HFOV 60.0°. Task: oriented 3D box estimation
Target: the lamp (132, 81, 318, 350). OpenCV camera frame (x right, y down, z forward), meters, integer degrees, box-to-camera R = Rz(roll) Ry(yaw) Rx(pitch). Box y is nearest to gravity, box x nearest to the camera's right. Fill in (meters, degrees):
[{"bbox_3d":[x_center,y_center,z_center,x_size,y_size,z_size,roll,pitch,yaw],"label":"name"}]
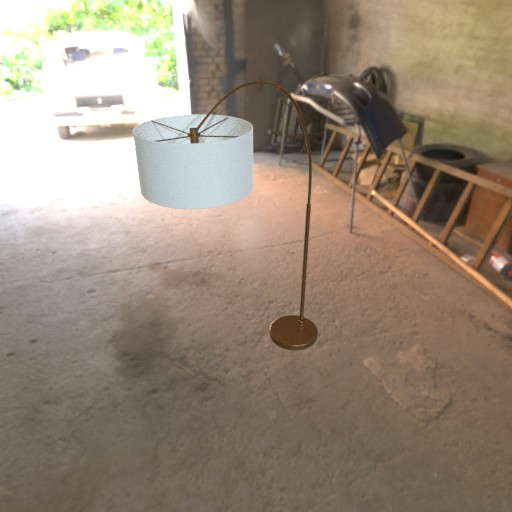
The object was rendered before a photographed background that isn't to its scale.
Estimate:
[{"bbox_3d":[0.000,0.000,2.596,0.493,1.927,1.434,18,35,28],"label":"lamp"}]
